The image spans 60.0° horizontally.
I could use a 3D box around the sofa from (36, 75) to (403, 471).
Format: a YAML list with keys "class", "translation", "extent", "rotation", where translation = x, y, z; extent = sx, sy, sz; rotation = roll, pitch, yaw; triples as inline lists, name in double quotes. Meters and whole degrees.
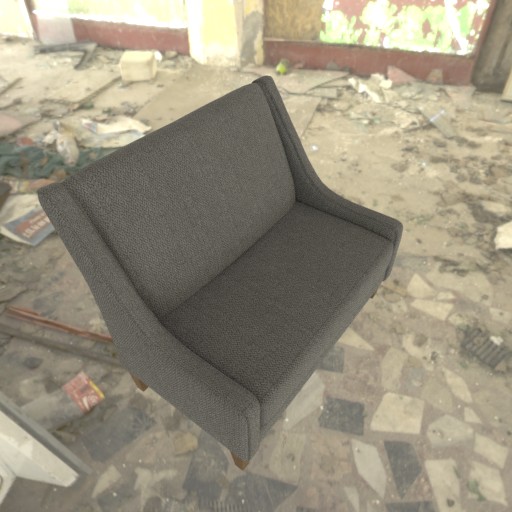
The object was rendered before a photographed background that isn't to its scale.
- class: "sofa"
  translation: [0.000, 0.000, 1.906]
  extent: [0.873, 1.022, 1.242]
  rotation: [27, 49, 26]
